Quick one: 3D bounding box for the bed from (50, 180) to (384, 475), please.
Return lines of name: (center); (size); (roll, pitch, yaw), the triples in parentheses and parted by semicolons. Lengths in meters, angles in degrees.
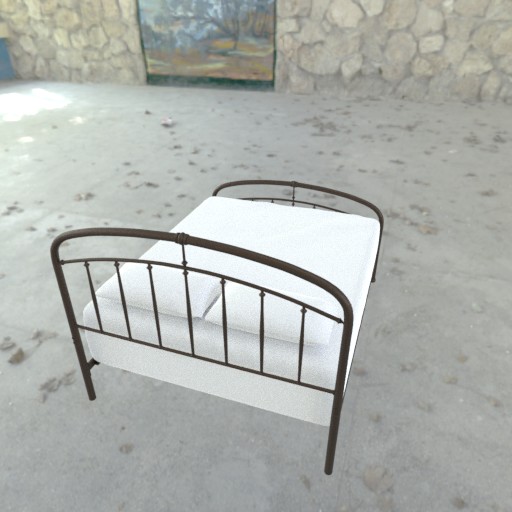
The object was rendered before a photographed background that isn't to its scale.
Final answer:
bed: (0.000, 0.000, 3.327); (1.711, 1.425, 2.180); (10, 32, 17)
